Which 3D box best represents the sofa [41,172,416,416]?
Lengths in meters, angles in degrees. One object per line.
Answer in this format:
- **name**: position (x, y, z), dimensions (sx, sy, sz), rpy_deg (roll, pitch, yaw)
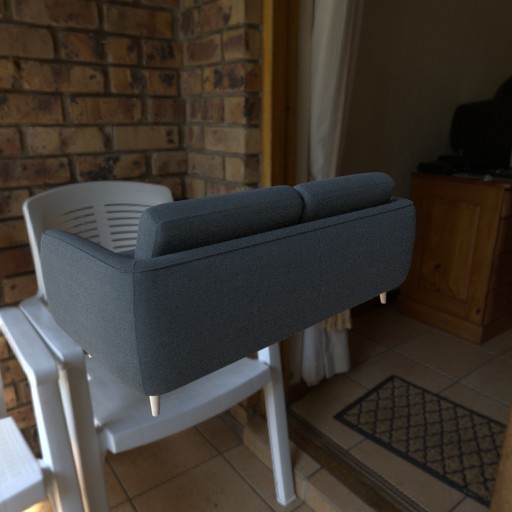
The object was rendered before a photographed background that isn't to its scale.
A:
- **sofa**: position (0.000, 0.000, 2.432), dimensions (2.000, 0.850, 0.920), rpy_deg (-15, 23, -40)
